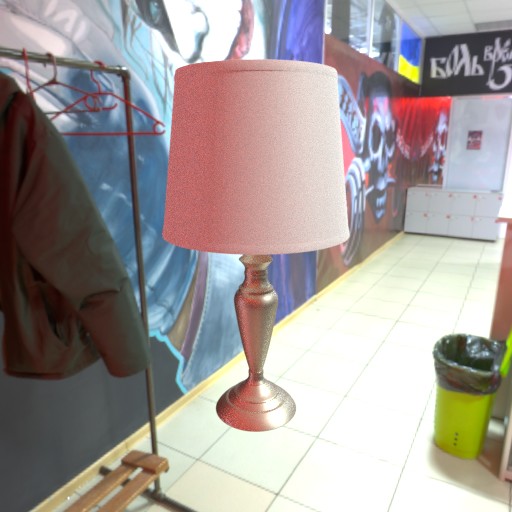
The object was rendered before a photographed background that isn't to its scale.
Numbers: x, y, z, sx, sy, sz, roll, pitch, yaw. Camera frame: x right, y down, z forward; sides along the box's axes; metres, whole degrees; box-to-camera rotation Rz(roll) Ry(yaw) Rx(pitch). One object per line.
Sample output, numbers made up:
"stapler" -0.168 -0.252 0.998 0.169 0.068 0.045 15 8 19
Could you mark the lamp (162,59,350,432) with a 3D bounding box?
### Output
"lamp" 0.000 0.000 0.804 0.328 0.619 0.328 0 15 0
